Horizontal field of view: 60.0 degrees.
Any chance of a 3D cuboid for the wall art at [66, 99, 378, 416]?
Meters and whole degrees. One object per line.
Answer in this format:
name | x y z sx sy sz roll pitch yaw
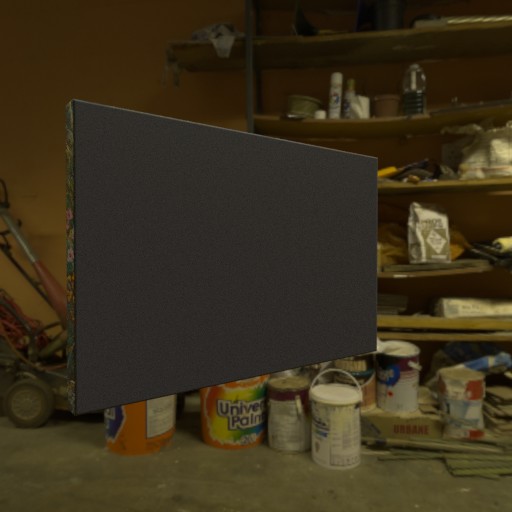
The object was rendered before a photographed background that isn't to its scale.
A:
wall art | 0.000 0.000 0.765 0.610 0.406 0.037 -1 1 -37
